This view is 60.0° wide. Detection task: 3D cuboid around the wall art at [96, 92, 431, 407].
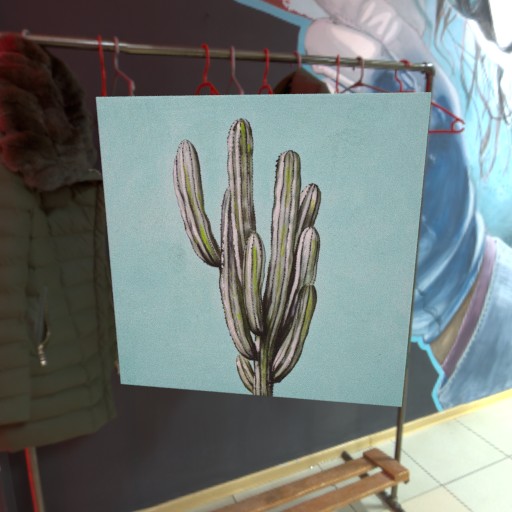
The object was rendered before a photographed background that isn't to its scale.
[{"bbox_3d":[0.000,0.000,0.883,0.603,0.603,0.036,2,15,8],"label":"wall art"}]
